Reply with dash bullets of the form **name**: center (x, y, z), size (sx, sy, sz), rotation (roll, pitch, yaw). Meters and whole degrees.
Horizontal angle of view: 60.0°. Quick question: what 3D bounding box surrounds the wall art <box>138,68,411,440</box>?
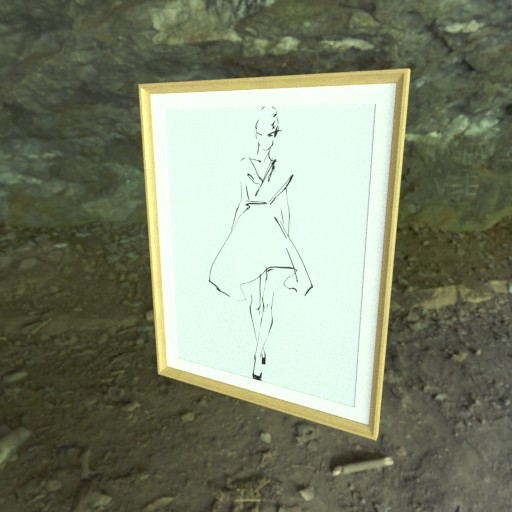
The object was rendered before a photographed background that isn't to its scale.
- **wall art**: center (0.000, 0.000, 1.337), size (0.798, 1.002, 0.030), rotation (8, 18, 26)
